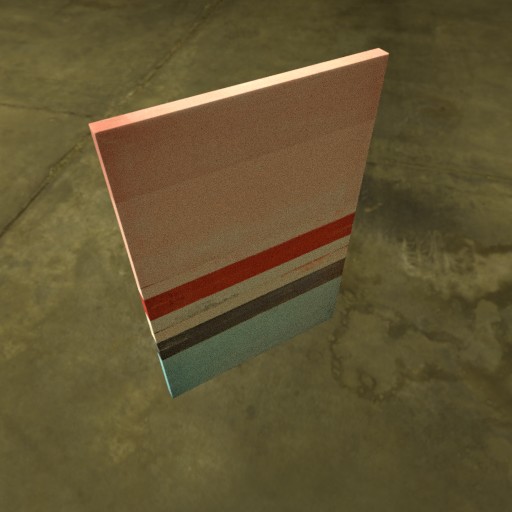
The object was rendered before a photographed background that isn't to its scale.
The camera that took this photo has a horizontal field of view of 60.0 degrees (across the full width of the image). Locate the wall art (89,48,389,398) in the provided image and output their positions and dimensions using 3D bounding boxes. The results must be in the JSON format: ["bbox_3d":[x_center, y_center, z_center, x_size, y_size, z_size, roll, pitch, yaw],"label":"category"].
[{"bbox_3d":[0.000,0.000,1.144,0.610,0.914,0.038,-23,50,-20],"label":"wall art"}]
